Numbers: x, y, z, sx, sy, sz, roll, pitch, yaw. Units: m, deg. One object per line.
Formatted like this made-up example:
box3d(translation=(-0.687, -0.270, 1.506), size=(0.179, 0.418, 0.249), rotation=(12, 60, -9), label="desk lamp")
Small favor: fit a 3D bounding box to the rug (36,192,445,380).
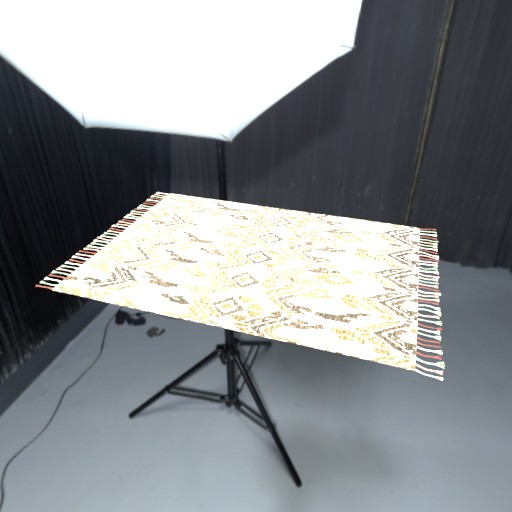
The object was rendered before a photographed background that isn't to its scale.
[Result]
box3d(translation=(0.000, 0.000, 2.326), size=(1.829, 0.008, 1.219), rotation=(10, 33, 15), label="rug")
